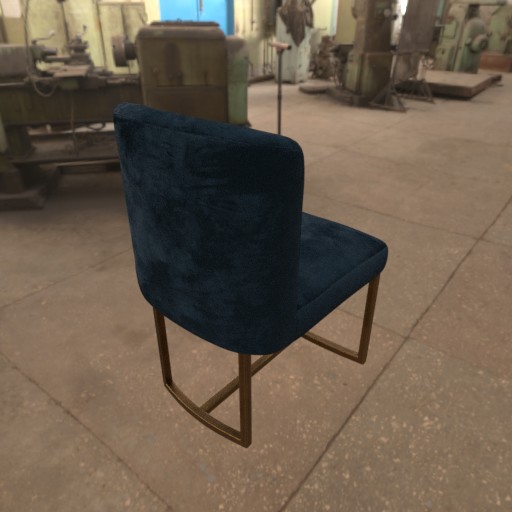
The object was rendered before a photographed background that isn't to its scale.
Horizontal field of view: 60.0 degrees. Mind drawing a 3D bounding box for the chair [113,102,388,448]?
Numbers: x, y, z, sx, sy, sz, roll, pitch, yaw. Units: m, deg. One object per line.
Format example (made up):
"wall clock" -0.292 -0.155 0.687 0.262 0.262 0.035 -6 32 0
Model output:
"chair" 0.000 0.000 1.195 0.530 0.824 0.560 23 37 34
